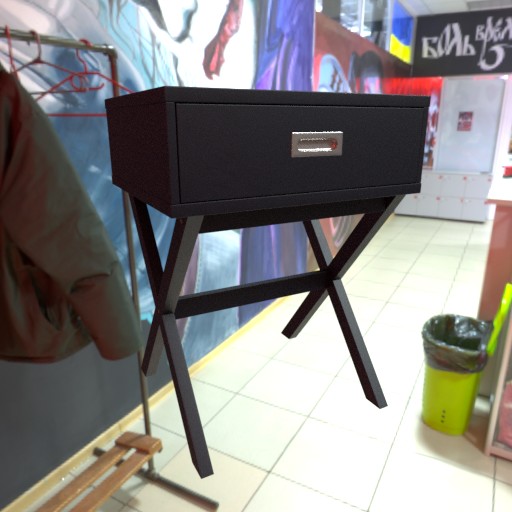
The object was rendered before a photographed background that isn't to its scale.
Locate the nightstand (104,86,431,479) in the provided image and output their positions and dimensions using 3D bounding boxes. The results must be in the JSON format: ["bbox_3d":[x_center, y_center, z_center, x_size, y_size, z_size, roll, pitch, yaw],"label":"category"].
[{"bbox_3d":[0.000,0.000,0.924,0.479,0.623,0.402,-9,19,-27],"label":"nightstand"}]
